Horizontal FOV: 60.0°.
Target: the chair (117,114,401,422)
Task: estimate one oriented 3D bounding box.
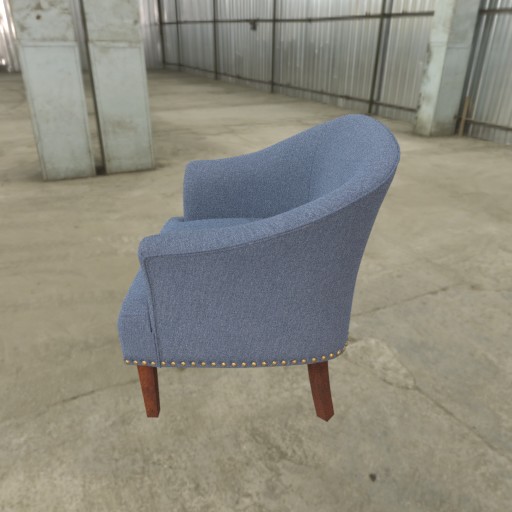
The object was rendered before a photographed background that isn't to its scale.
[{"bbox_3d":[0.000,0.000,1.394,0.704,0.815,0.772,1,26,1],"label":"chair"}]
